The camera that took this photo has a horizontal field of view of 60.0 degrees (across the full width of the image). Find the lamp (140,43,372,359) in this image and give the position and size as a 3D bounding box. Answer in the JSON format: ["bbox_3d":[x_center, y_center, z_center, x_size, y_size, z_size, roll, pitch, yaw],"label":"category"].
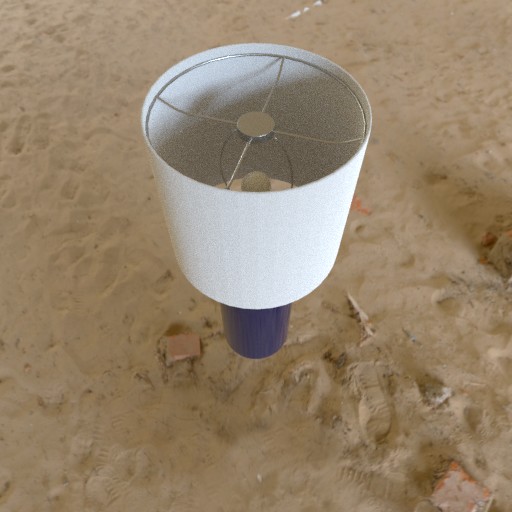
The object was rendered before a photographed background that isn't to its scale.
[{"bbox_3d":[0.000,0.000,0.613,0.212,0.493,0.212,14,57,9],"label":"lamp"}]
